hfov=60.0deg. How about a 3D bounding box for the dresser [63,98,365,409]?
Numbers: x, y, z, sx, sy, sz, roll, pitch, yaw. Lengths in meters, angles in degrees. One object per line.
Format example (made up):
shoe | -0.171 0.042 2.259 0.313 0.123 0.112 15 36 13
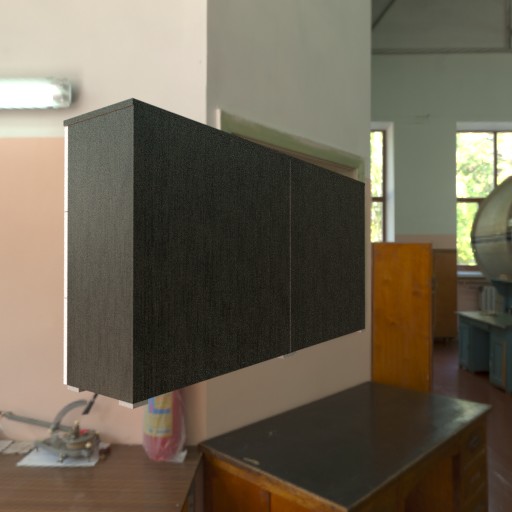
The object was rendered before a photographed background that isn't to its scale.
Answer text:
dresser | 0.000 0.000 1.843 0.333 0.790 1.535 0 -1 36
